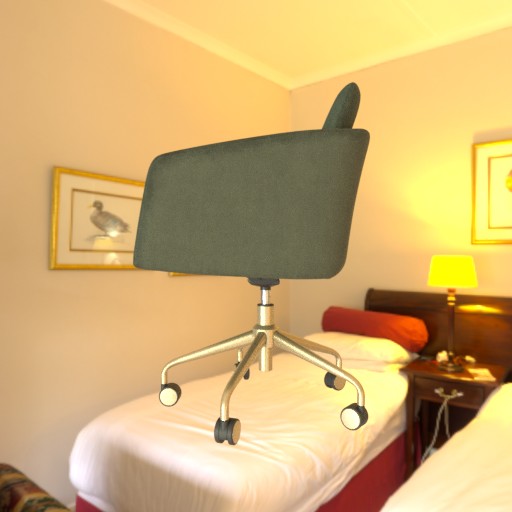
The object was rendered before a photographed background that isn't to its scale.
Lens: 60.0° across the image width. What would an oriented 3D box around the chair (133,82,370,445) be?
[{"bbox_3d":[0.000,0.000,1.350,0.635,0.908,0.641,0,0,2],"label":"chair"}]
